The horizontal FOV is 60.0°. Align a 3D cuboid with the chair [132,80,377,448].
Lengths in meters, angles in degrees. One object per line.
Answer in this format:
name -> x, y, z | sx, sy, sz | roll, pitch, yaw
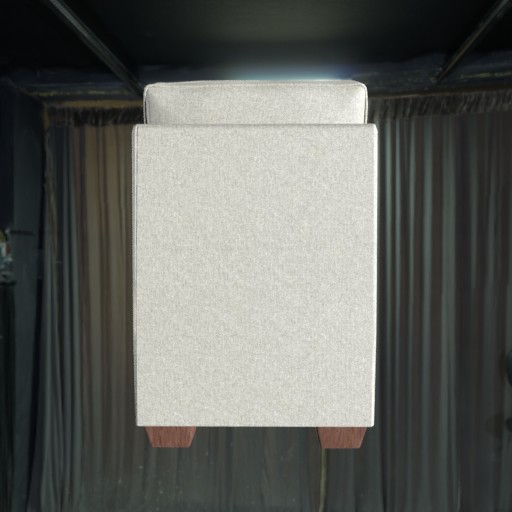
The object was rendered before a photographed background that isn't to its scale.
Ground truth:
chair -> 0.000, 0.000, 1.690 | 0.674, 1.058, 1.020 | 0, 1, 0
